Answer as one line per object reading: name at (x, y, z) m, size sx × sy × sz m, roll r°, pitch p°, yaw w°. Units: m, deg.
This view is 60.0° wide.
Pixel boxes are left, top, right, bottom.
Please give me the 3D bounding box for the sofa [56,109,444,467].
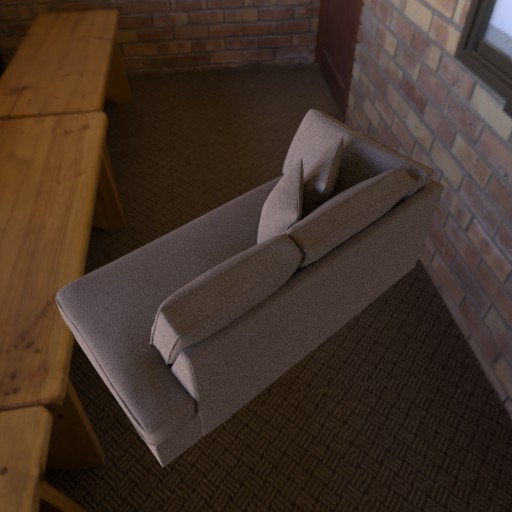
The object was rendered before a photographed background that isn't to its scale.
sofa at (0.000, 0.000, 2.779) m, size 2.237 × 1.033 × 1.110 m, roll -32°, pitch 53°, yaw -27°
